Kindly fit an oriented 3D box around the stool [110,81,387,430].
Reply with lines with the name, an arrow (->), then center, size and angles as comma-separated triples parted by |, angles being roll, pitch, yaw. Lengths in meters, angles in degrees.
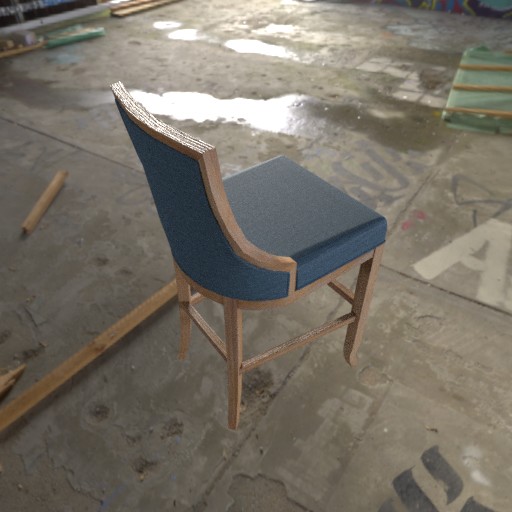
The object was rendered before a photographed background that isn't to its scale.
stool -> 0.000, 0.000, 1.433 | 0.626, 1.101, 0.524 | -26, 47, -27
